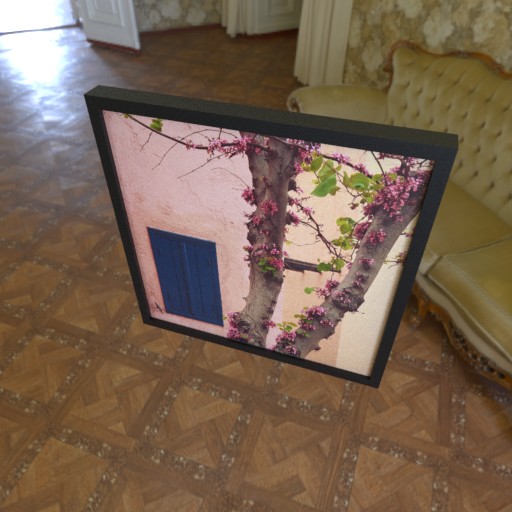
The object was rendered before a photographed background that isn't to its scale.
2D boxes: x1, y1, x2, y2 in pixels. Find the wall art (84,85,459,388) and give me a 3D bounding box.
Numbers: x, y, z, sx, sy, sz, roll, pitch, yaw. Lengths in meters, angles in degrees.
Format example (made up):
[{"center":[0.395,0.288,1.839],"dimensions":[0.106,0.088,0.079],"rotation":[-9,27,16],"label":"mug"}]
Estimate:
[{"center":[0.000,0.000,0.756],"dimensions":[0.508,0.508,0.038],"rotation":[13,43,14],"label":"wall art"}]
